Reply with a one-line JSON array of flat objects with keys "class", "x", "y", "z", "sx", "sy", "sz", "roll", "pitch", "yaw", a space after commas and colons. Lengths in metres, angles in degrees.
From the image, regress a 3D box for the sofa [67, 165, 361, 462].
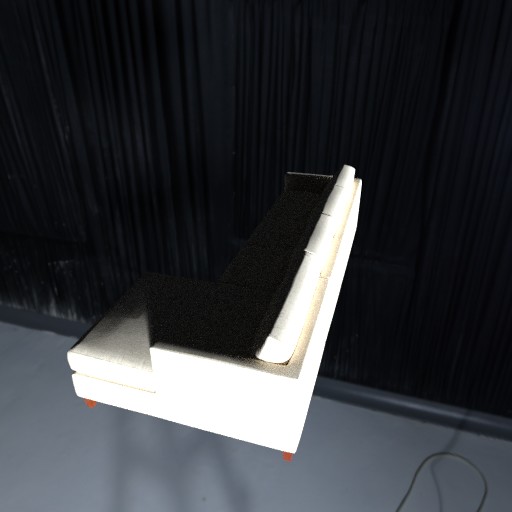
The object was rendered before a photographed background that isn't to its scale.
[{"class": "sofa", "x": 0.000, "y": 0.000, "z": 4.182, "sx": 1.603, "sy": 0.954, "sz": 3.471, "roll": 9, "pitch": 30, "yaw": 15}]
